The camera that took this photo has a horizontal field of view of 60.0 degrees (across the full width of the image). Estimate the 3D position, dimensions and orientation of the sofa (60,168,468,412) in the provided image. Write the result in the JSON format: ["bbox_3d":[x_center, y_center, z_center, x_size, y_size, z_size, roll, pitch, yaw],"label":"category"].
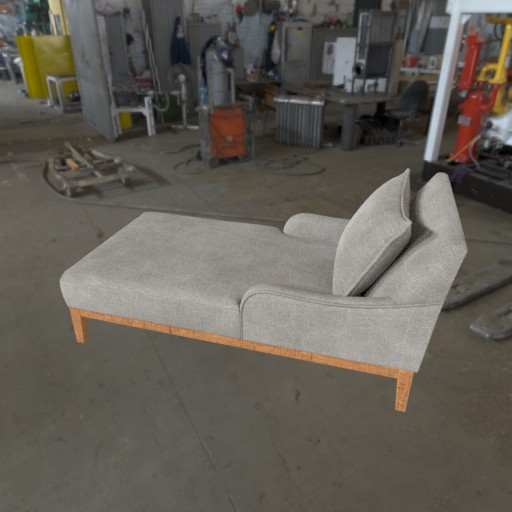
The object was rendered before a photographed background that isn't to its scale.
[{"bbox_3d":[0.000,0.000,2.292,1.779,0.859,0.894,8,29,15],"label":"sofa"}]
